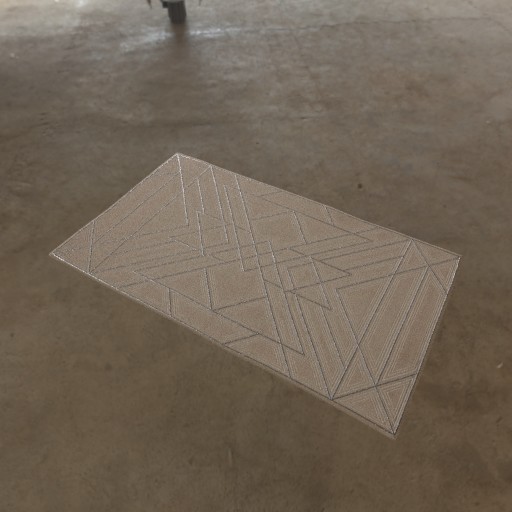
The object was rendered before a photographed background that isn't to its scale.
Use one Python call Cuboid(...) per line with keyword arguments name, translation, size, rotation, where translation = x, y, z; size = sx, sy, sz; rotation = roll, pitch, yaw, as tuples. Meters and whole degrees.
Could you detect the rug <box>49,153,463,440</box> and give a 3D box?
Cuboid(name="rug", translation=(0.000, 0.000, 1.069), size=(0.869, 0.008, 0.511), rotation=(23, 51, 21))
